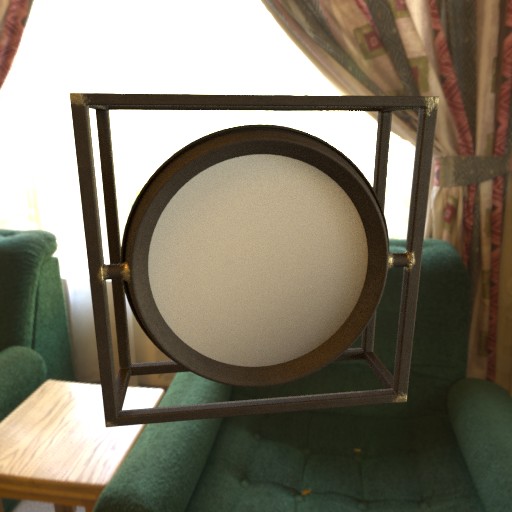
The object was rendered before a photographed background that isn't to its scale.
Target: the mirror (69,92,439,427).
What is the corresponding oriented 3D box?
[{"bbox_3d":[0.000,0.000,0.452,0.306,0.303,0.107,-2,16,-8],"label":"mirror"}]
